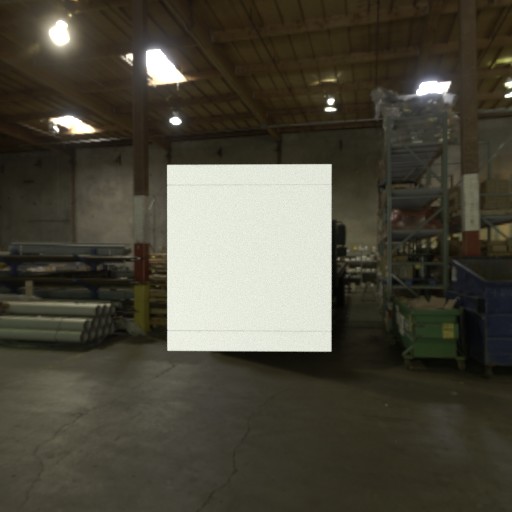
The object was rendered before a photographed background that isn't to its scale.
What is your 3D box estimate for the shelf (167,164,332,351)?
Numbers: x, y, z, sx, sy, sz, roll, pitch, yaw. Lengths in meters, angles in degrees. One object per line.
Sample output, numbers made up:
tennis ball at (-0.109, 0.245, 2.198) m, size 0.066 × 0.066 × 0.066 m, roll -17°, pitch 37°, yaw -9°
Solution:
shelf at (0.000, 0.000, 0.708) m, size 0.150 × 0.170 × 0.610 m, roll 0°, pitch 0°, yaw 1°
